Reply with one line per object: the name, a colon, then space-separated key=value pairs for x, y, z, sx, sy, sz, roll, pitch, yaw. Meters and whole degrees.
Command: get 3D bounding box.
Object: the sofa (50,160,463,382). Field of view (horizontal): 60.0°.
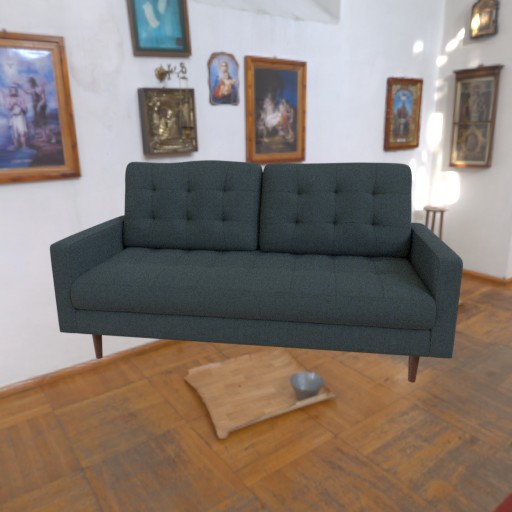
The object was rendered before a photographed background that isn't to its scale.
sofa: x=0.000 y=0.000 z=2.569 sx=2.010 sy=1.050 sz=0.966 roll=2 pitch=15 yaw=8
